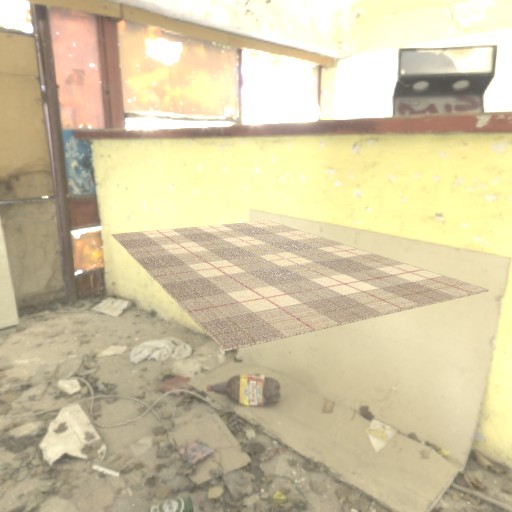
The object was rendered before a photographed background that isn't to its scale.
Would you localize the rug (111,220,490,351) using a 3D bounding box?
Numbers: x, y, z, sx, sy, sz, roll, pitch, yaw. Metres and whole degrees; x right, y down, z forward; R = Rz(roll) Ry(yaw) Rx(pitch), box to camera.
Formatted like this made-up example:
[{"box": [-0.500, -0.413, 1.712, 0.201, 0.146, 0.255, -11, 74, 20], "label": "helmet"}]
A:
[{"box": [0.000, 0.000, 3.071, 1.549, 0.010, 2.464, -7, 16, -27], "label": "rug"}]
